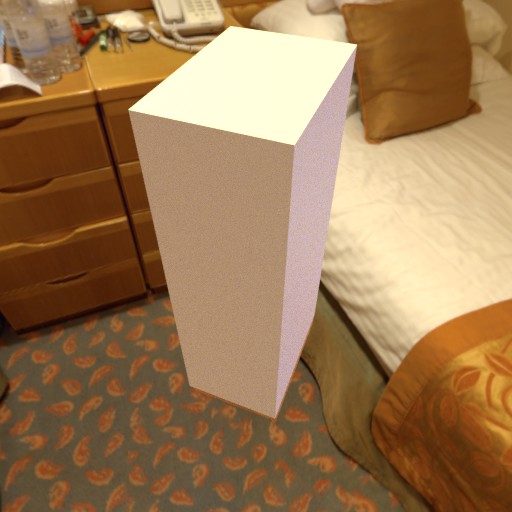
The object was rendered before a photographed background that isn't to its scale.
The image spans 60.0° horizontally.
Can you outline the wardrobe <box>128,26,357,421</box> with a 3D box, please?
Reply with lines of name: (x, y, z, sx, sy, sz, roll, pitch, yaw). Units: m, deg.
wardrobe: (0.000, 0.000, 2.455, 0.600, 2.040, 0.860, 16, 48, 15)
